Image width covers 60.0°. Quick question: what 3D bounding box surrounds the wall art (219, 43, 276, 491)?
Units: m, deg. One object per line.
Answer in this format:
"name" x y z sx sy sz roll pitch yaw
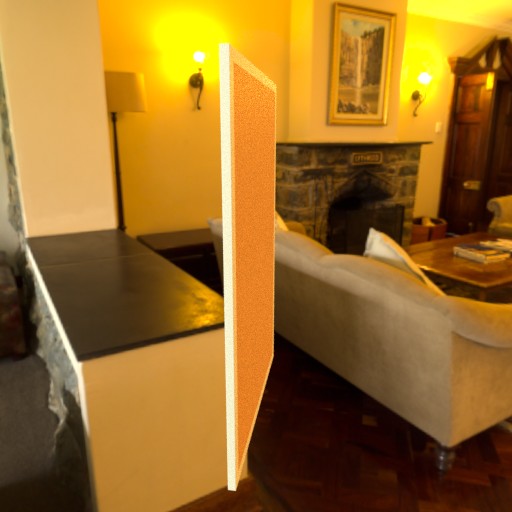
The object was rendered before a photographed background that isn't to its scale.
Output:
"wall art" 0.000 0.000 0.841 0.013 0.656 0.456 3 15 9
